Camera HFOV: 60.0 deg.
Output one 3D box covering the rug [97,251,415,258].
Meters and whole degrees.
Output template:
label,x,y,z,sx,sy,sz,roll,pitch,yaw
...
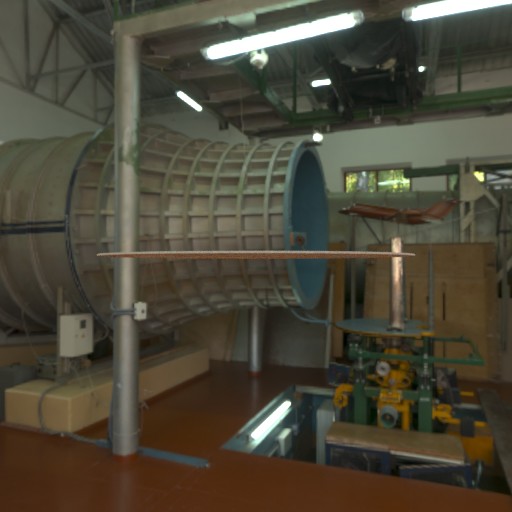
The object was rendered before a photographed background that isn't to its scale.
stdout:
label,x,y,z,sx,sy,sz,roll,pitch,yaw
rug,0.000,0.000,2.363,1.598,0.010,1.598,0,-1,0
